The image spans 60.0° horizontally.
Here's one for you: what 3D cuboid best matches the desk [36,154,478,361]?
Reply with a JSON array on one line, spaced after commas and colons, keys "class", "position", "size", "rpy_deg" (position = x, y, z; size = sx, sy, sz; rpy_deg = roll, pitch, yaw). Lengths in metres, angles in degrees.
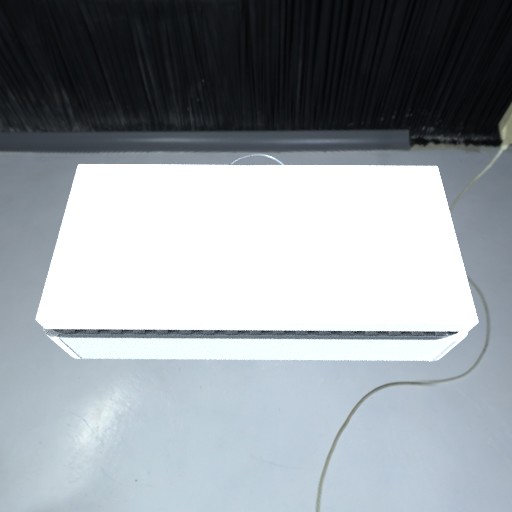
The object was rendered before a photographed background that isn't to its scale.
[{"class": "desk", "position": [0.000, 0.000, 2.215], "size": [1.900, 0.526, 0.900], "rpy_deg": [0, 60, 0]}]
